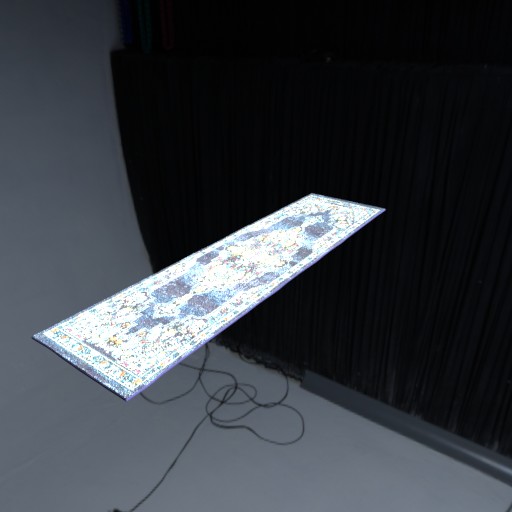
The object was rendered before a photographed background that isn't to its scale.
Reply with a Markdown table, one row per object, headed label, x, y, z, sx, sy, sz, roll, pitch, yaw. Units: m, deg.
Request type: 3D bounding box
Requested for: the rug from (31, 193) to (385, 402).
| label | x | y | z | sx | sy | sz | roll | pitch | yaw |
| --- | --- | --- | --- | --- | --- | --- | --- | --- | --- |
| rug | 0.000 | 0.000 | 2.468 | 0.602 | 0.016 | 2.283 | 18 | 32 | 32 |
